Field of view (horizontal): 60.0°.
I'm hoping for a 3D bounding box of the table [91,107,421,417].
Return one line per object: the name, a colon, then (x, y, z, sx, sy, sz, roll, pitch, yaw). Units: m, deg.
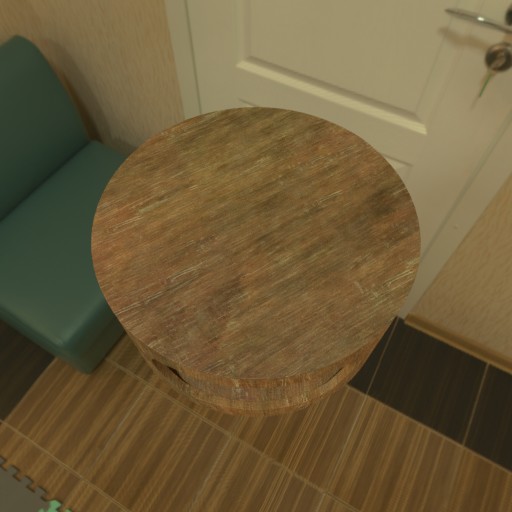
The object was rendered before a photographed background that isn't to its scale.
table: (0.000, 0.000, 1.526, 0.974, 0.450, 0.974, 0, 59, 0)
